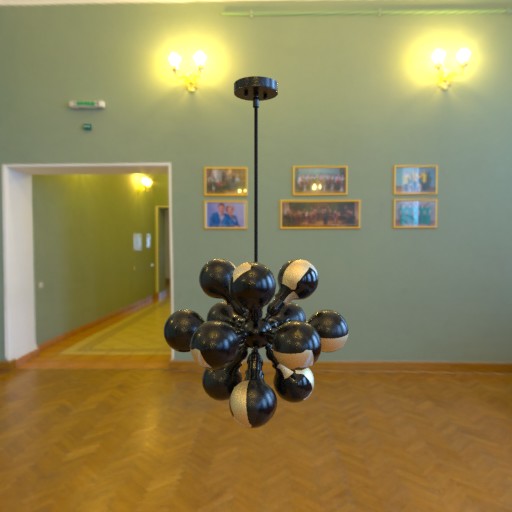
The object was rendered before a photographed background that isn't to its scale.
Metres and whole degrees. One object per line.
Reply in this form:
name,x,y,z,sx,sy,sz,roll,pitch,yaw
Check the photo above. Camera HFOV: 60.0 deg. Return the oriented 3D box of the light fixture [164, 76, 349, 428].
light fixture,0.000,0.000,1.122,0.468,0.859,0.420,0,2,0
